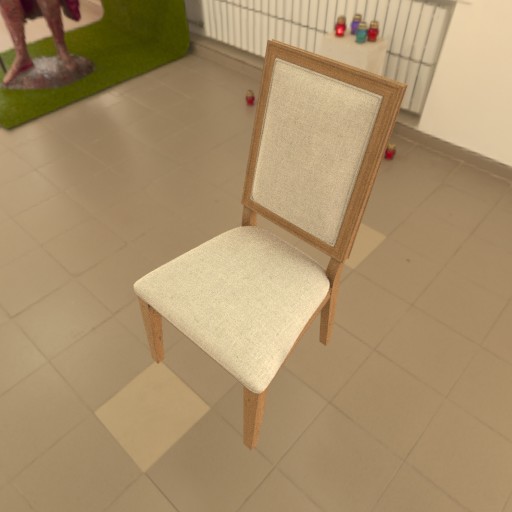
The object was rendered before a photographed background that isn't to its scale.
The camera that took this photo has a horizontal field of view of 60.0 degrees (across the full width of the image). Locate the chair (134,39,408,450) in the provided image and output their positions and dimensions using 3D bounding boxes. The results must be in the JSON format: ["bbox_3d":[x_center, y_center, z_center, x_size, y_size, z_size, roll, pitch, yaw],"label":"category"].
[{"bbox_3d":[0.000,0.000,1.329,0.536,0.988,0.601,33,55,28],"label":"chair"}]
